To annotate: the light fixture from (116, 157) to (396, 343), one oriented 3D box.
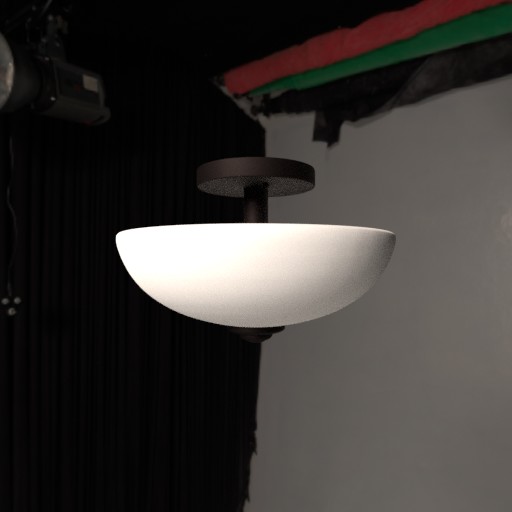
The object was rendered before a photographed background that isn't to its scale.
[{"bbox_3d":[0.000,0.000,0.549,0.331,0.212,0.331,0,-2,0],"label":"light fixture"}]
